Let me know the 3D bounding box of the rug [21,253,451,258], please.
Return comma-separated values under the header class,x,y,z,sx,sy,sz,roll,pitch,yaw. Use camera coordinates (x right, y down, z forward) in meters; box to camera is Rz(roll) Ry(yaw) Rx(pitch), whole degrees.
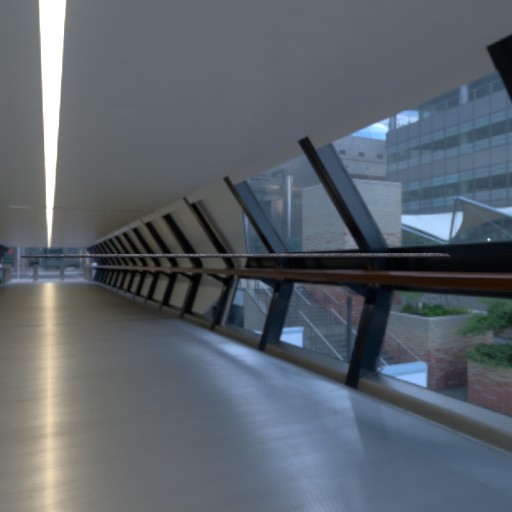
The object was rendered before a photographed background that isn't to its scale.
class,x,y,z,sx,sy,sz,roll,pitch,yaw
rug,0.000,0.000,4.727,3.612,0.035,2.716,0,0,19
